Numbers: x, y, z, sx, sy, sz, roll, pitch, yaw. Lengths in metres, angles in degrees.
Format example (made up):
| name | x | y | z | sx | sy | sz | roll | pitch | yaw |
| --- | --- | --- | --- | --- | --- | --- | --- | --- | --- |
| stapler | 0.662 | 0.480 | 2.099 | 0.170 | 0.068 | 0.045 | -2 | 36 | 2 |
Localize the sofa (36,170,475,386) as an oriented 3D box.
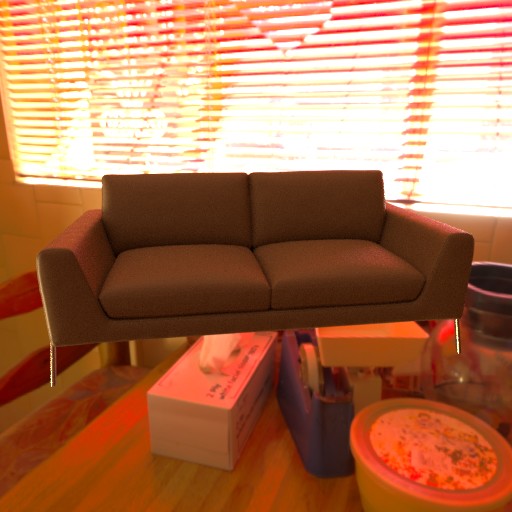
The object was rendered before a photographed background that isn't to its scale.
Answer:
| name | x | y | z | sx | sy | sz | roll | pitch | yaw |
| --- | --- | --- | --- | --- | --- | --- | --- | --- | --- |
| sofa | 0.000 | 0.000 | 2.464 | 2.017 | 0.875 | 0.953 | -2 | 17 | -8 |
